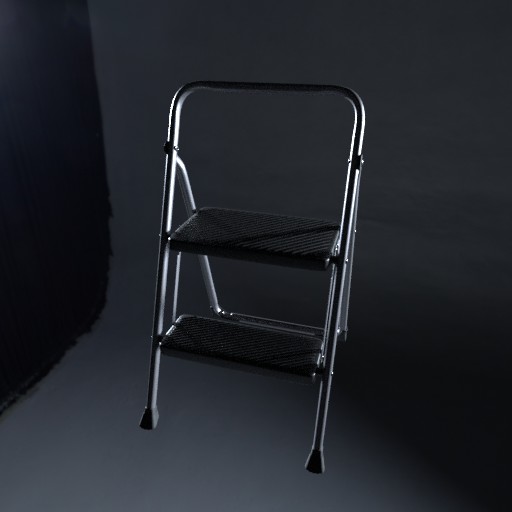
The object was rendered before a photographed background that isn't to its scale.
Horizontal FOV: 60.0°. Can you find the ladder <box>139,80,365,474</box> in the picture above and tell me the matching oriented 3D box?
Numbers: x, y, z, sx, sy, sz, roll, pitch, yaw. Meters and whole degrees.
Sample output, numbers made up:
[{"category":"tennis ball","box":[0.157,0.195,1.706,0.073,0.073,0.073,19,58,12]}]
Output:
[{"category":"ladder","box":[0.000,0.000,1.000,0.430,0.720,0.472,8,28,15]}]
